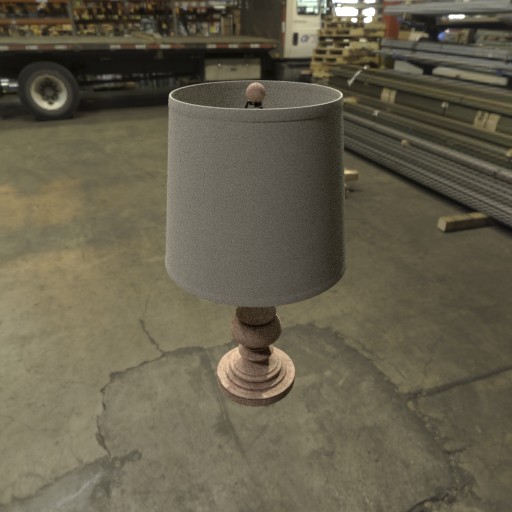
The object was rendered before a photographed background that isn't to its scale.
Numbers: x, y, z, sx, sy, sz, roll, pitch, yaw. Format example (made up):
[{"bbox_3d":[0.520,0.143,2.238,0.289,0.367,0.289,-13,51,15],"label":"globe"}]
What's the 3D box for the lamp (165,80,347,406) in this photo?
[{"bbox_3d":[0.000,0.000,0.676,0.273,0.497,0.273,0,29,0],"label":"lamp"}]
